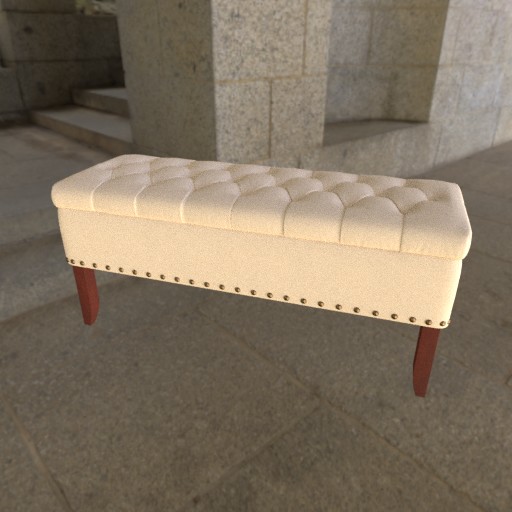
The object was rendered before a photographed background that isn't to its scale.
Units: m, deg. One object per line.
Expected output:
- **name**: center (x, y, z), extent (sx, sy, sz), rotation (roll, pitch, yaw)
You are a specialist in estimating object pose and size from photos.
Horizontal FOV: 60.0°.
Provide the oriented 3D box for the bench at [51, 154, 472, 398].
- **bench**: center (0.000, 0.000, 1.296), extent (1.054, 0.470, 0.400), rotation (8, 28, 16)
